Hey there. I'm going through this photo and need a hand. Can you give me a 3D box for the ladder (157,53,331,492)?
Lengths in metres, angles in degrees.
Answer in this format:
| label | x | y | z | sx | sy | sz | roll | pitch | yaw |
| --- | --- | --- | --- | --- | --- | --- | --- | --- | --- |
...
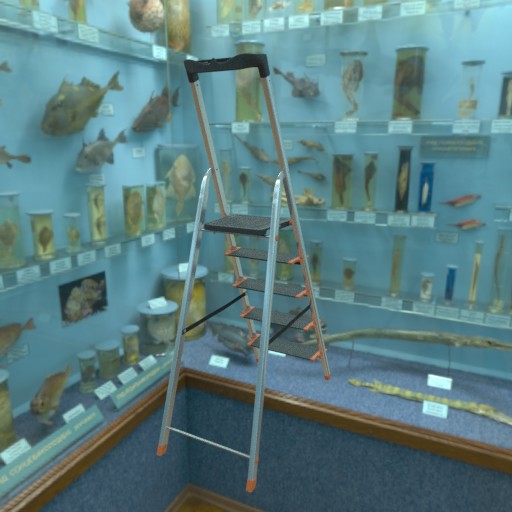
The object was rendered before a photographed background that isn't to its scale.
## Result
| label | x | y | z | sx | sy | sz | roll | pitch | yaw |
| --- | --- | --- | --- | --- | --- | --- | --- | --- | --- |
| ladder | 0.000 | 0.000 | 2.072 | 0.480 | 1.646 | 0.995 | 8 | 16 | 27 |
